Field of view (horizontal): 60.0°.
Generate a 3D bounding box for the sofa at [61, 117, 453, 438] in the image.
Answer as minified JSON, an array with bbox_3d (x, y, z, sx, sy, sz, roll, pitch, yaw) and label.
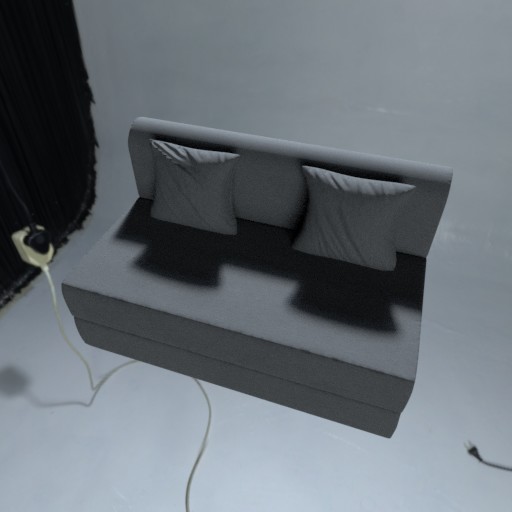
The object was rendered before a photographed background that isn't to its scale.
[{"bbox_3d":[0.000,0.000,1.676,1.225,0.670,0.762,13,44,14],"label":"sofa"}]
